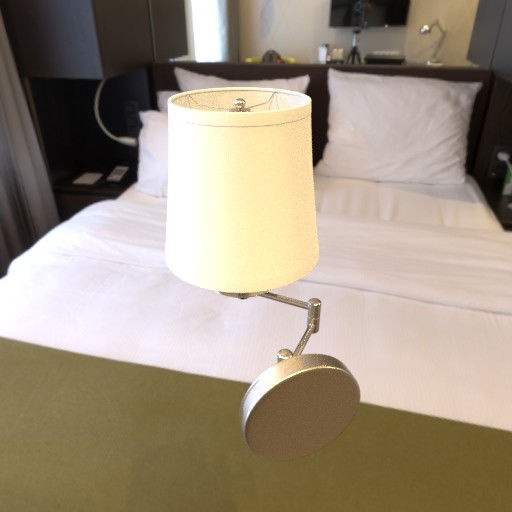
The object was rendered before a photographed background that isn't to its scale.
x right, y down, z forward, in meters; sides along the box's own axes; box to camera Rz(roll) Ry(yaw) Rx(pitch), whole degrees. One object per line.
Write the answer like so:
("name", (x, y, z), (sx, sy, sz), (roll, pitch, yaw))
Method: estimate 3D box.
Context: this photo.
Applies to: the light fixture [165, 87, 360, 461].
("light fixture", (0.000, 0.000, 0.590), (0.223, 0.381, 0.348), (-9, 30, -16))
